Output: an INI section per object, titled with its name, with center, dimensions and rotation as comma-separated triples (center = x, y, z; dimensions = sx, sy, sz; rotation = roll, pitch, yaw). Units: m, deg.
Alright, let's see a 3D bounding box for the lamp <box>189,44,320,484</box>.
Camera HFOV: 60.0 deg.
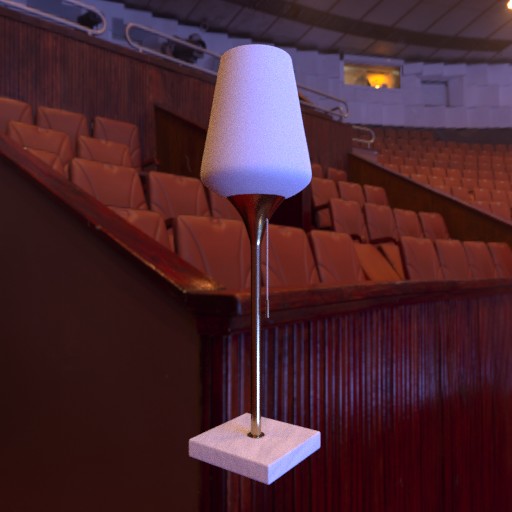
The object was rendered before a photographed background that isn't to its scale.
[lamp]
center = 0.000, 0.000, 0.725
dimensions = 0.181, 0.639, 0.181
rotation = 0, -1, 36
